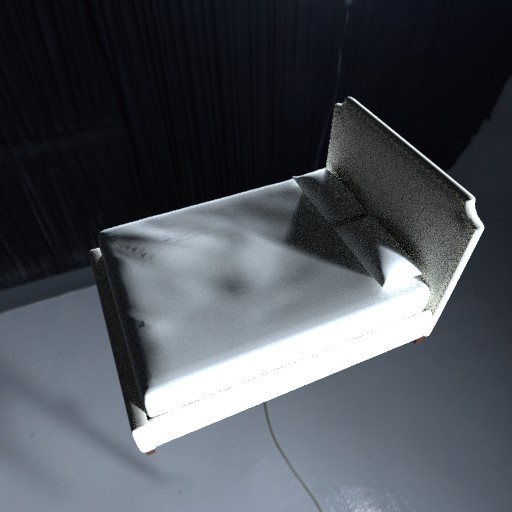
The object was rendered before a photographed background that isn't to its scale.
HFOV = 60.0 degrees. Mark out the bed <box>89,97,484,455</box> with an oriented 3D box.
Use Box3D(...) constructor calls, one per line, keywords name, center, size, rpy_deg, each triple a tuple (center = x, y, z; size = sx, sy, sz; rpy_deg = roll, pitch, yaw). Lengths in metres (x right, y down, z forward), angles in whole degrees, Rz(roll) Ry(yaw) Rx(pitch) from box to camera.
Box3D(name="bed", center=(0.000, 0.000, 3.339), size=(2.365, 1.443, 1.712), rpy_deg=(-17, 49, -16))
